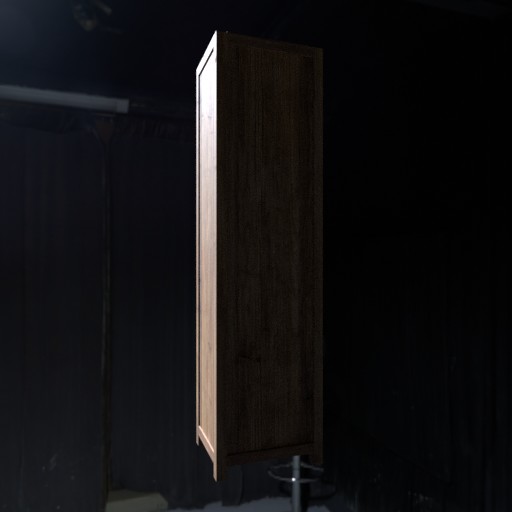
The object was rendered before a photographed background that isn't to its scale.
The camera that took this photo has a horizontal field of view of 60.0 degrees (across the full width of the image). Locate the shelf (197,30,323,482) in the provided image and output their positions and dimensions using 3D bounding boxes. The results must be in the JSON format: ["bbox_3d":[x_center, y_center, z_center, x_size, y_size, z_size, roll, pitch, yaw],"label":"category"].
[{"bbox_3d":[0.000,0.000,2.146,0.500,1.900,0.428,0,0,-19],"label":"shelf"}]
